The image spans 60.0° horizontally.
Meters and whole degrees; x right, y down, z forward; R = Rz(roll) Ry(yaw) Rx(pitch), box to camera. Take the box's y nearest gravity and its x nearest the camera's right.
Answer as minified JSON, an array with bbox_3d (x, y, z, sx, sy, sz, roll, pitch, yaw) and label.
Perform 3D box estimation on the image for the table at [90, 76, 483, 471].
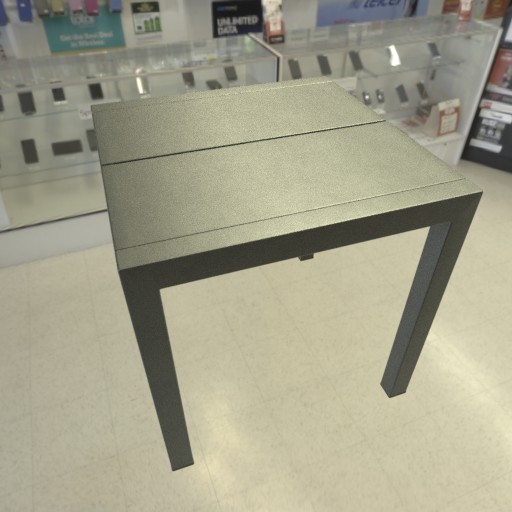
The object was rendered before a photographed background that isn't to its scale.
[{"bbox_3d":[0.000,0.000,0.908,0.508,0.508,0.508,-13,42,-15],"label":"table"}]
